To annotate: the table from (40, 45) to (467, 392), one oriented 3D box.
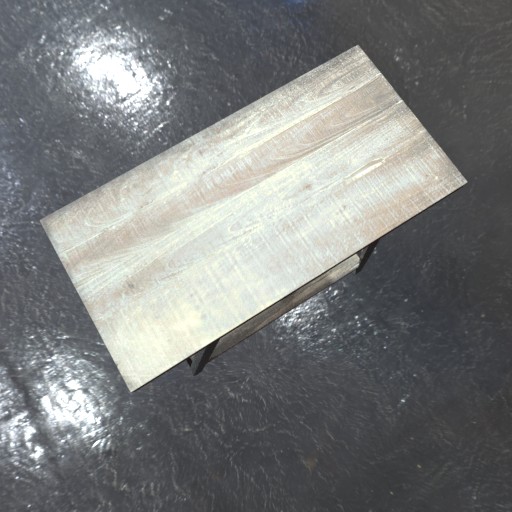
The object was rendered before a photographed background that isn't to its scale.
[{"bbox_3d":[0.000,0.000,1.028,0.599,0.701,0.300,-31,78,-7],"label":"table"}]
